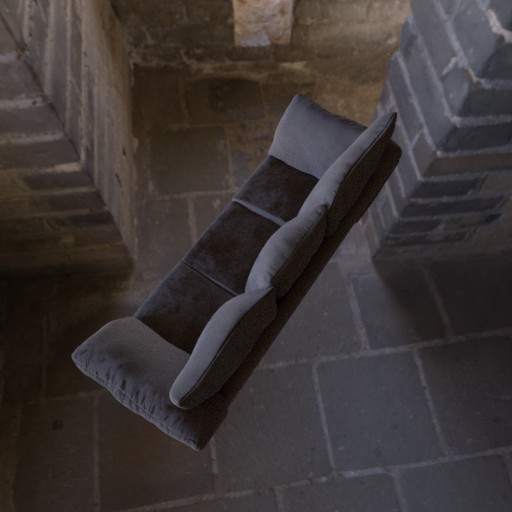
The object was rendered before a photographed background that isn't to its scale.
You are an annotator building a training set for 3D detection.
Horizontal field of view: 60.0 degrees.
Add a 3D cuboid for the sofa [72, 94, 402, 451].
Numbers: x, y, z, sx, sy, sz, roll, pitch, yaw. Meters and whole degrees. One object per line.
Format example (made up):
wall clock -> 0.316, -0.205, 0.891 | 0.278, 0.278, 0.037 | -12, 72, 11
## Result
sofa -> 0.000, 0.000, 2.873 | 0.878, 1.073, 2.336 | 32, 68, 14
